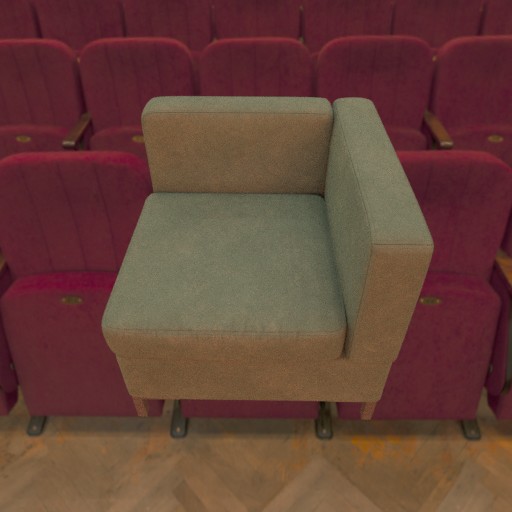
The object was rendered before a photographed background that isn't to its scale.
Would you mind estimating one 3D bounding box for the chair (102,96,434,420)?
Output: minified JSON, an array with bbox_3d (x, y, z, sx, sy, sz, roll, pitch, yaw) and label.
[{"bbox_3d":[0.000,0.000,1.230,0.680,0.660,0.680,1,41,1],"label":"chair"}]
